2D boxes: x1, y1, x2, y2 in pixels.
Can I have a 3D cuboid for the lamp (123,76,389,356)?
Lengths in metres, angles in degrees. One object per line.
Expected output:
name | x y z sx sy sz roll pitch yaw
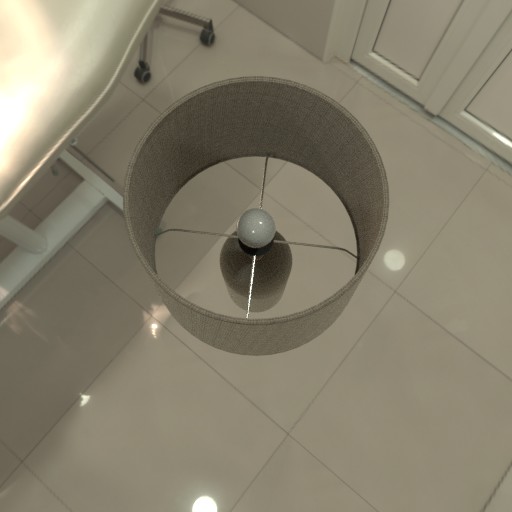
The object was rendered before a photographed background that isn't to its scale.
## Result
lamp | 0.000 0.000 0.825 0.367 0.609 0.367 0 75 0
